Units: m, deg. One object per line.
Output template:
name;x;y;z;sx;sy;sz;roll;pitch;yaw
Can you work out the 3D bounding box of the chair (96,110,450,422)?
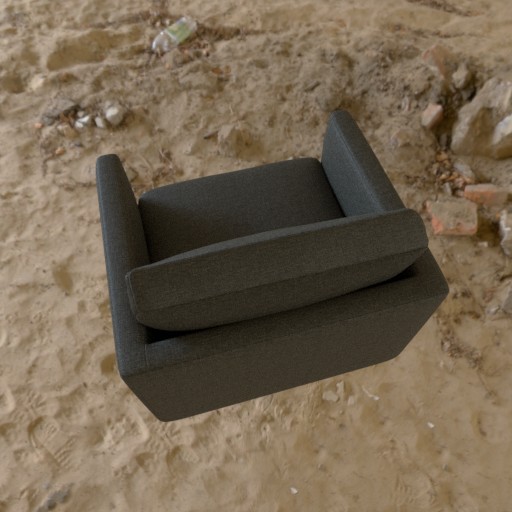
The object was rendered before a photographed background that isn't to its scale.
chair;0.000;0.000;1.827;1.107;0.963;0.959;-13;59;-8
